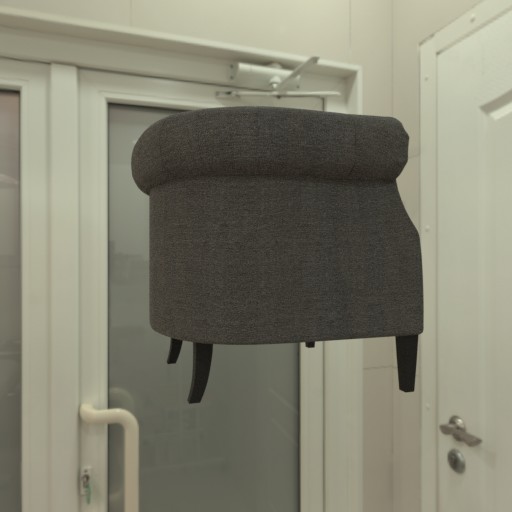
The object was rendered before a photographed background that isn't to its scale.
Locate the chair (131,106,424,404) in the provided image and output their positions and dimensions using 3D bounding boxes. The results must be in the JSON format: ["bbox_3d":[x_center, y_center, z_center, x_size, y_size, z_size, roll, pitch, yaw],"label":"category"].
[{"bbox_3d":[0.000,0.000,1.570,0.852,0.827,0.905,0,0,-18],"label":"chair"}]
